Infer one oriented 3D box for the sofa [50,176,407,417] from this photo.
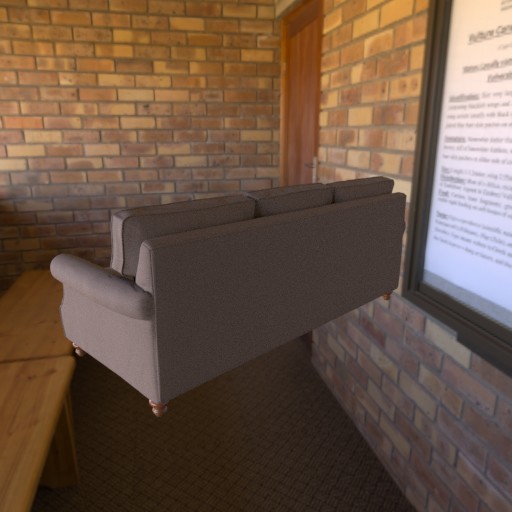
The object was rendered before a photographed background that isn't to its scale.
[{"bbox_3d":[0.000,0.000,2.877,0.966,0.948,2.353,15,21,43],"label":"sofa"}]
